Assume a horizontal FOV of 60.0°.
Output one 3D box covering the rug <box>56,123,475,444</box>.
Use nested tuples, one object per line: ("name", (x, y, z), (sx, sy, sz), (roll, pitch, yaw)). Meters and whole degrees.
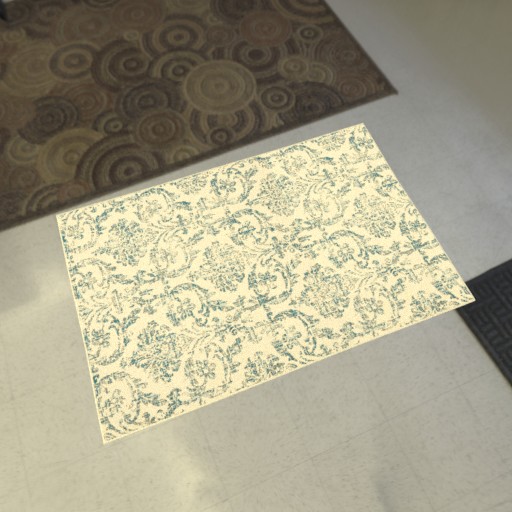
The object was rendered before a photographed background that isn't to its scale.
("rug", (0.000, 0.000, 3.398), (2.746, 0.018, 1.819), (-19, 65, -9))
